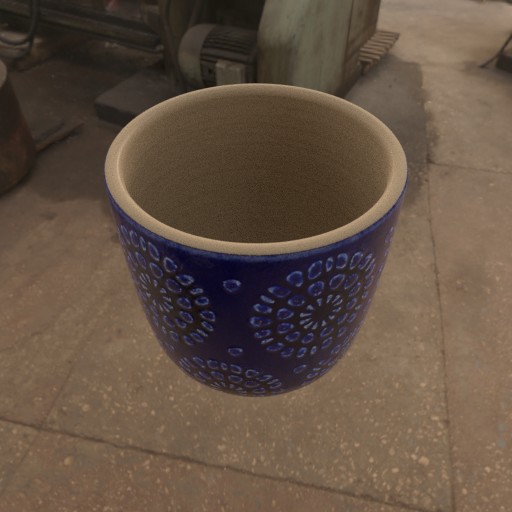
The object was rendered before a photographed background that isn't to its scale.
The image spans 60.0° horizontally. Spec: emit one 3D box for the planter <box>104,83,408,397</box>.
[{"bbox_3d":[0.000,0.000,0.200,0.109,0.112,0.109,0,46,0],"label":"planter"}]
